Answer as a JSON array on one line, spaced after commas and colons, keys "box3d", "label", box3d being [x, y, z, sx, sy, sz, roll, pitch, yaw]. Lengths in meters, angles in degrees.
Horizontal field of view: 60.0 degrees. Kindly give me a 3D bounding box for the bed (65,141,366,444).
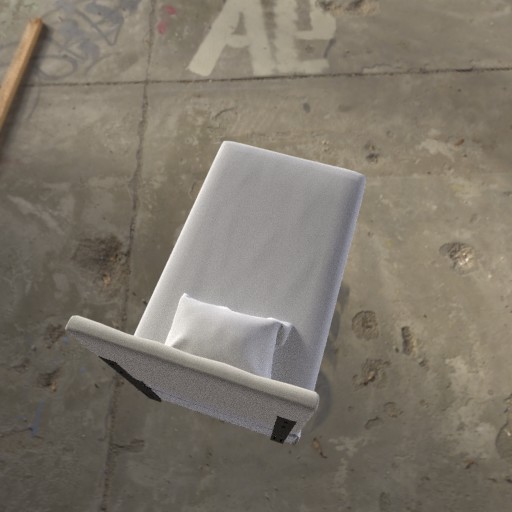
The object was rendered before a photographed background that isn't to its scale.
[{"box3d": [0.000, 0.000, 2.966, 1.261, 1.571, 1.997, 16, 64, 8], "label": "bed"}]
